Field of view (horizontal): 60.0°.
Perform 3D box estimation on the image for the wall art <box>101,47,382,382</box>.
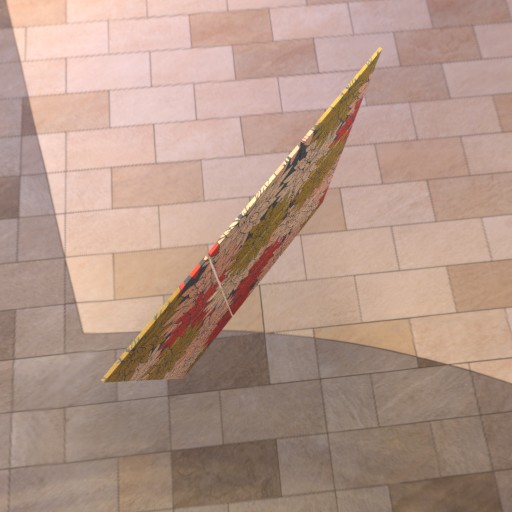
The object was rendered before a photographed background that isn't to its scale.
[{"bbox_3d":[0.000,0.000,2.241,0.013,1.534,1.519,37,78,9],"label":"wall art"}]
